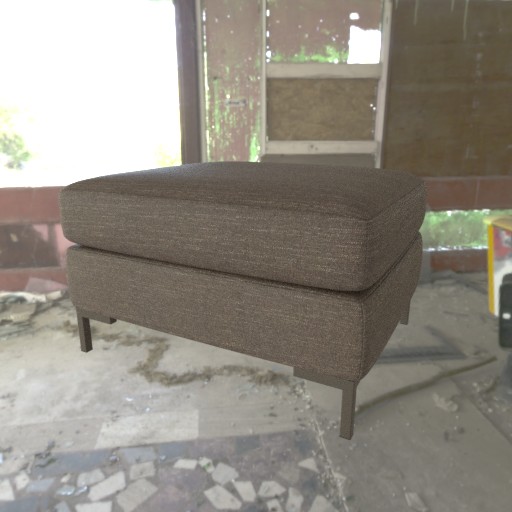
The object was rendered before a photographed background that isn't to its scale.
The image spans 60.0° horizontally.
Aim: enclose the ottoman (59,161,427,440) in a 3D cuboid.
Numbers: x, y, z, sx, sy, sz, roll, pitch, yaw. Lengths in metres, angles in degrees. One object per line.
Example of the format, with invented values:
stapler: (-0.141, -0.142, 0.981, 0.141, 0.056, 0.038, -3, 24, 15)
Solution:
ottoman: (0.000, 0.000, 1.245, 0.820, 0.490, 0.671, 9, 19, 27)
